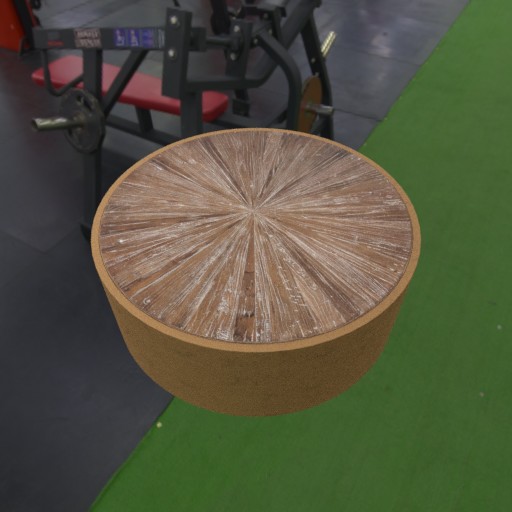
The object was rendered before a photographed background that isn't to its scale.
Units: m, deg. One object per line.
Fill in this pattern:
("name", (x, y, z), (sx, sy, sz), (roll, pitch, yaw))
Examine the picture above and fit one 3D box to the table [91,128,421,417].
("table", (0.000, 0.000, 1.531), (1.001, 0.409, 1.001), (0, 47, 0))
